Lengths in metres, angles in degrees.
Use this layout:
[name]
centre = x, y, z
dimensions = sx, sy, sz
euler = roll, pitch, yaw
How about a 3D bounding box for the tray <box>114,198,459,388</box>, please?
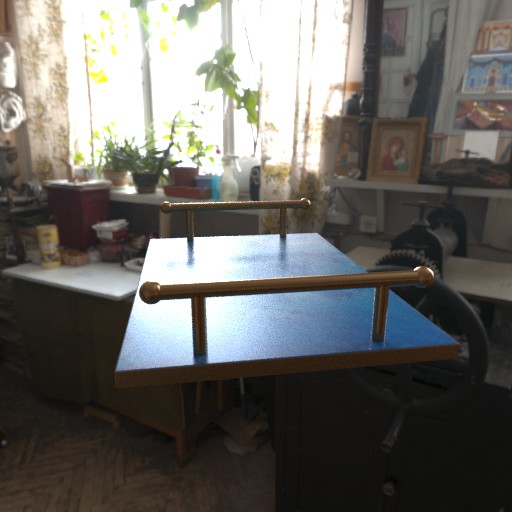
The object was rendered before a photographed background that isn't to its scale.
[tray]
centre = 0.000, 0.000, 0.582
dimensions = 0.304, 0.084, 0.444
euler = -3, 16, -9
